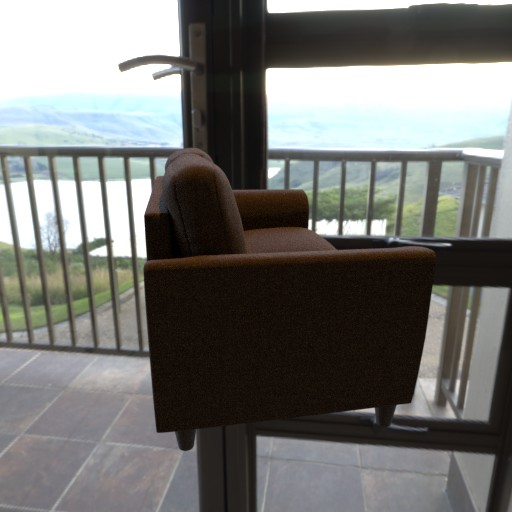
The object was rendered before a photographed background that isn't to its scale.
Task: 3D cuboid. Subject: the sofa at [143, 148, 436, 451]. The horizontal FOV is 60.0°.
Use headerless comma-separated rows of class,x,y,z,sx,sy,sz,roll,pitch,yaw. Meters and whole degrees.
sofa,0.000,0.000,1.921,0.851,0.885,1.423,-3,16,-10
